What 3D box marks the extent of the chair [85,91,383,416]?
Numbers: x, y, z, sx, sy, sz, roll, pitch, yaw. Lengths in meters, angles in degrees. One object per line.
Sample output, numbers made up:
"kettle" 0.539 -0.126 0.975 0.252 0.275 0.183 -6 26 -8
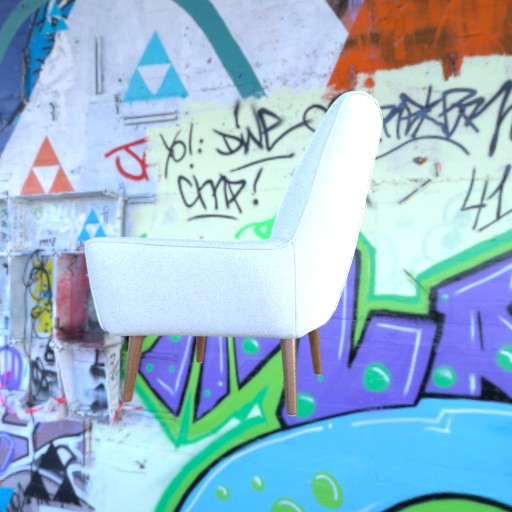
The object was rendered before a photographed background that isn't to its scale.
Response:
"chair" 0.000 0.000 1.496 0.822 0.888 0.787 0 0 17
